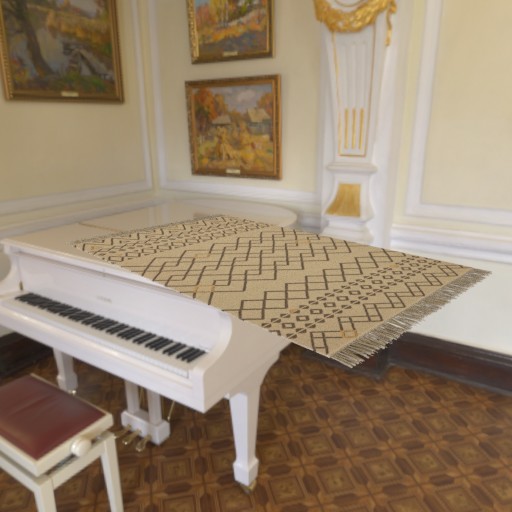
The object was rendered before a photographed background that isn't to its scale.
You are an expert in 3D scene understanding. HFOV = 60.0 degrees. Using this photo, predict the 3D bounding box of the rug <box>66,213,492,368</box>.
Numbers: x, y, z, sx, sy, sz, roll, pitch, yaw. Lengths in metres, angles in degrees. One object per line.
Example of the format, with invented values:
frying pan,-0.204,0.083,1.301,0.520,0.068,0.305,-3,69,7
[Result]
rug,0.000,0.000,2.926,2.472,0.035,1.495,16,23,42
